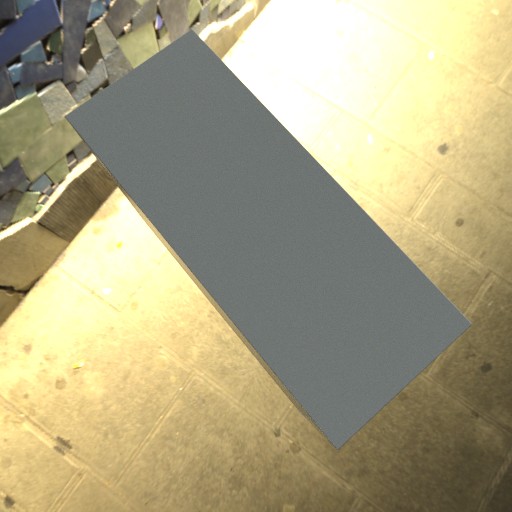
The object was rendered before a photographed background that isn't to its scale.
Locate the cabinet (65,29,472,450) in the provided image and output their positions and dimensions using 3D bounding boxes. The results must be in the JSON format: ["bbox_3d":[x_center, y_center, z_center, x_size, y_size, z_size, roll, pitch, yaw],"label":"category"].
[{"bbox_3d":[0.000,0.000,1.421,0.400,0.800,1.000,-39,79,-9],"label":"cabinet"}]
